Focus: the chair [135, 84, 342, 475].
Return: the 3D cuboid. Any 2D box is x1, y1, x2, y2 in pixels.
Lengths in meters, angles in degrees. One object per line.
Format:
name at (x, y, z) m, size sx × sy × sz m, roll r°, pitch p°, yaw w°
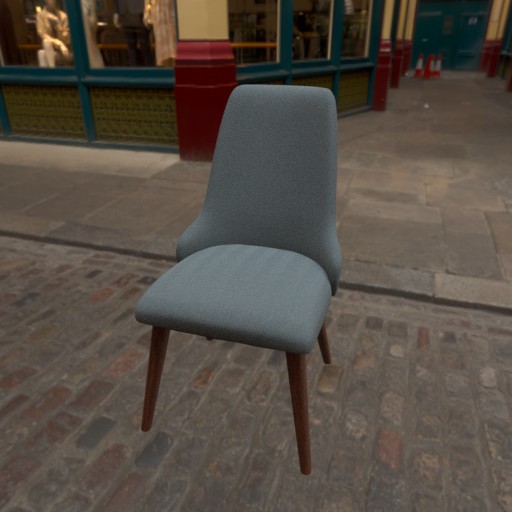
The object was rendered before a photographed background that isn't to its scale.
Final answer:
chair at (0.000, 0.000, 1.359) m, size 0.535 × 0.918 × 0.707 m, roll 8°, pitch 28°, yaw 16°
